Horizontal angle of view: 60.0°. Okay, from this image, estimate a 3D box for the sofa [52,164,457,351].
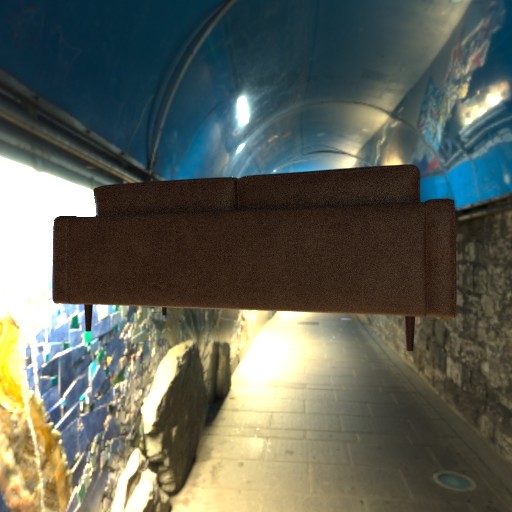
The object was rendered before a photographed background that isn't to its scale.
[{"bbox_3d":[0.000,0.000,2.335,1.870,0.760,0.910,0,-1,19],"label":"sofa"}]
